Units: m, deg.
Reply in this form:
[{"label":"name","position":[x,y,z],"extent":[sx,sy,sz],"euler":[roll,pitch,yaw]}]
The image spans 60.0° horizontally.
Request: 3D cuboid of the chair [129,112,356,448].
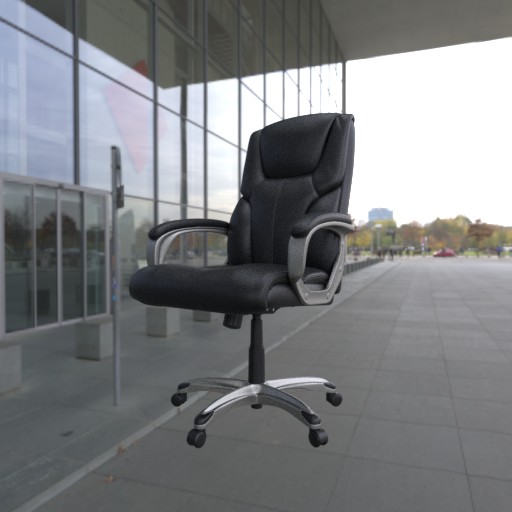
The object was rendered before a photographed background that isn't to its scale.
[{"label":"chair","position":[0.000,0.000,1.598],"extent":[0.663,1.155,0.739],"euler":[1,1,36]}]
